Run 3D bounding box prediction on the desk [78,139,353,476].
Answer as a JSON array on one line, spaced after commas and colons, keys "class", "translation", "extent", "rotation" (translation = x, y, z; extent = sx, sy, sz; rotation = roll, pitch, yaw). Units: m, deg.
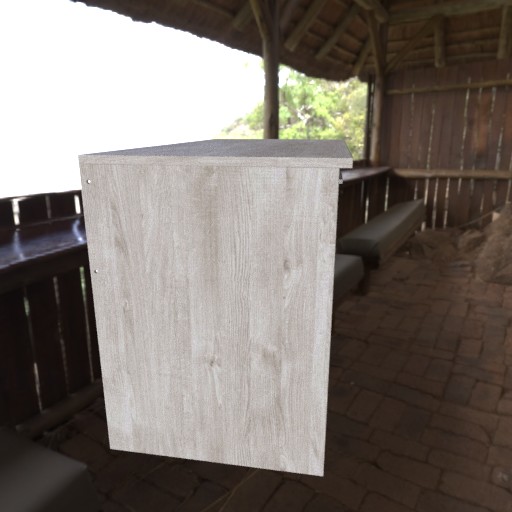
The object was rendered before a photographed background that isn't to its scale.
[{"class": "desk", "translation": [0.000, 0.000, 1.496], "extent": [0.560, 0.730, 1.100], "rotation": [3, 17, 9]}]
